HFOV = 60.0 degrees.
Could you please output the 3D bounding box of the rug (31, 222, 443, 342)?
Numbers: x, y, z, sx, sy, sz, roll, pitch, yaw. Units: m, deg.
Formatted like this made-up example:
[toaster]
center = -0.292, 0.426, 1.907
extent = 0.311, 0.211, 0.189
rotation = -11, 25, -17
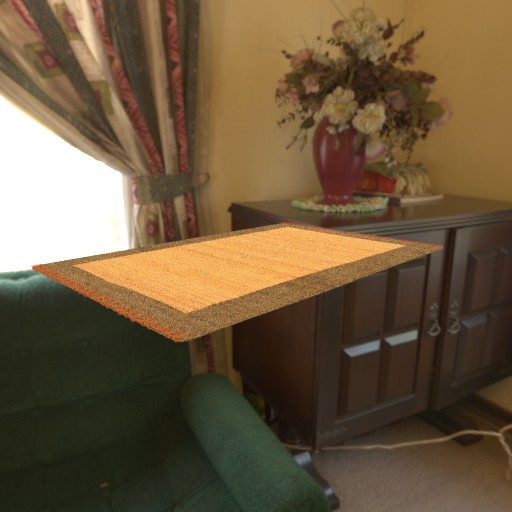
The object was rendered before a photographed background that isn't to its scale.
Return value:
[rug]
center = 0.000, 0.000, 2.306
extent = 1.838, 0.019, 1.220
rotation = -13, 19, -43
